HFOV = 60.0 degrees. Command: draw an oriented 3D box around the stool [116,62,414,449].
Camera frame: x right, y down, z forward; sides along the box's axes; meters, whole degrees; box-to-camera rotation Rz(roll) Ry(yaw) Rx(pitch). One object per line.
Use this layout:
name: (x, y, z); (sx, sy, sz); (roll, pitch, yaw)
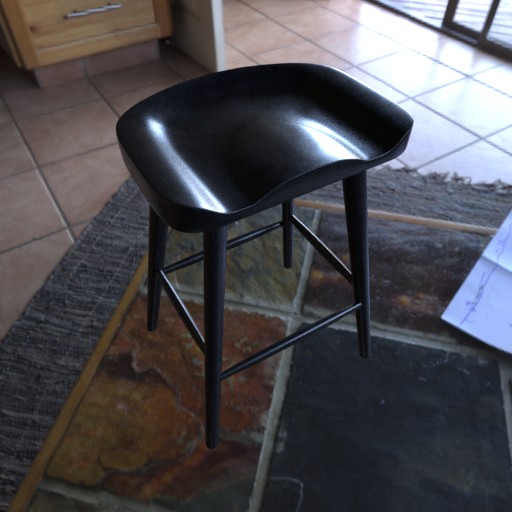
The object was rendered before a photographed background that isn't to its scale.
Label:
stool: (0.000, 0.000, 0.875); (0.440, 0.615, 0.361); (-23, 51, -21)
